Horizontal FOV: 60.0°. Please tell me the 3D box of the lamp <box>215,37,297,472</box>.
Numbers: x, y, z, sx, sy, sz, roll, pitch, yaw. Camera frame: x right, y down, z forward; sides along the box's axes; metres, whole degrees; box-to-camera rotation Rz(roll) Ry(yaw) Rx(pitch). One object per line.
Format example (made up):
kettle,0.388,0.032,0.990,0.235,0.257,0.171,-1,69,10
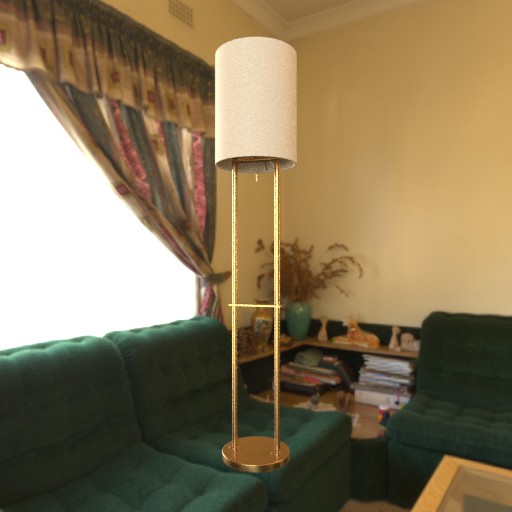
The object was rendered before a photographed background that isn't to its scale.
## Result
lamp,0.000,0.000,1.663,0.306,1.500,0.305,0,-1,17
